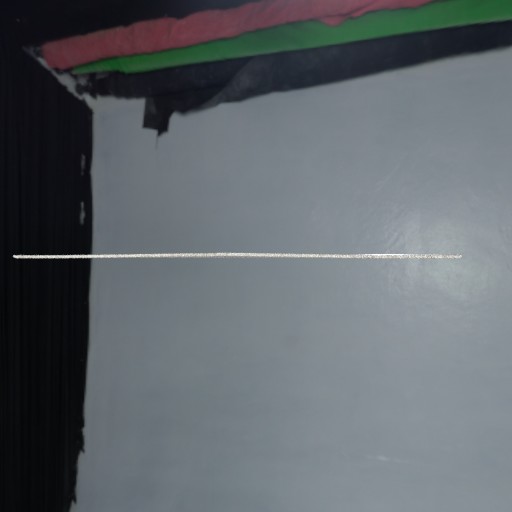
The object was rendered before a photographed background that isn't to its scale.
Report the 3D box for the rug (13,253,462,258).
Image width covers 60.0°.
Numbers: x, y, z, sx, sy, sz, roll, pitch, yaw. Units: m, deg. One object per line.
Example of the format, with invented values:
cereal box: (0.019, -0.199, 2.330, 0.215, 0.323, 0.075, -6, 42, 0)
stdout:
rug: (0.000, 0.000, 4.849, 3.778, 0.053, 2.873, 0, 0, 18)
